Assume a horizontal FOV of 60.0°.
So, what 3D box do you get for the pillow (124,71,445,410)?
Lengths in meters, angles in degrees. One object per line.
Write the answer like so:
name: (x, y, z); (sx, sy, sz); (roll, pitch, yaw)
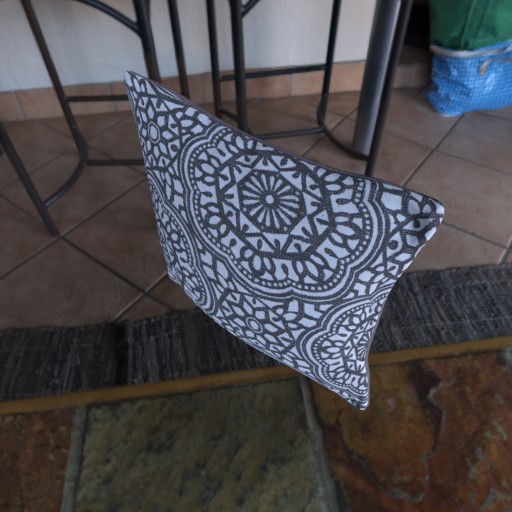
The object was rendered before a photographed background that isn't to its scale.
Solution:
pillow: (0.000, 0.000, 0.628); (0.436, 0.417, 0.148); (30, 54, 25)
